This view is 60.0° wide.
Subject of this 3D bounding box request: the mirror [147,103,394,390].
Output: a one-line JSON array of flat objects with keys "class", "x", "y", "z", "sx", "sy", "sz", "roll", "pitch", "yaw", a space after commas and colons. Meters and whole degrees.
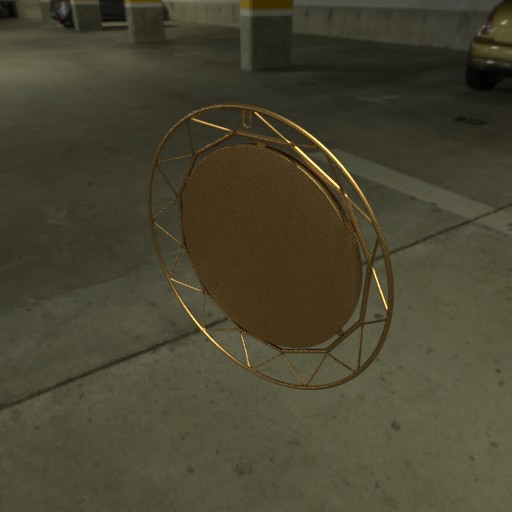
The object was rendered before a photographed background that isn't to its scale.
[{"class": "mirror", "x": 0.000, "y": 0.000, "z": 0.679, "sx": 0.454, "sy": 0.454, "sz": 0.043, "roll": 22, "pitch": 37, "yaw": 32}]
